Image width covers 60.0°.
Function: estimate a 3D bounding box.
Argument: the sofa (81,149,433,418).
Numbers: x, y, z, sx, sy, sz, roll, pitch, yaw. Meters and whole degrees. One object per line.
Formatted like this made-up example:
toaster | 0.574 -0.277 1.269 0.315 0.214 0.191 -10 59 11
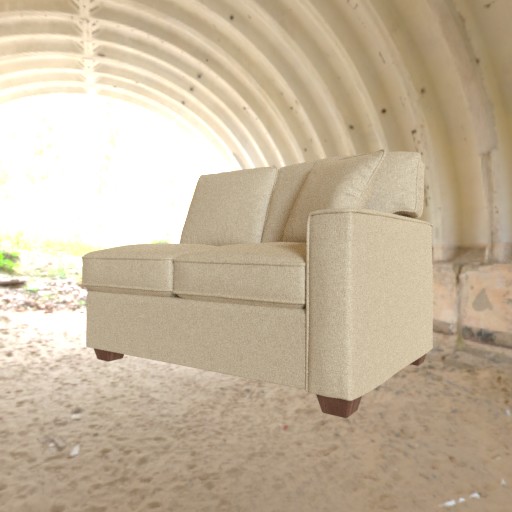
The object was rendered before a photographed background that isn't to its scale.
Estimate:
sofa | 0.000 0.000 2.092 1.388 0.989 0.991 0 1 36
